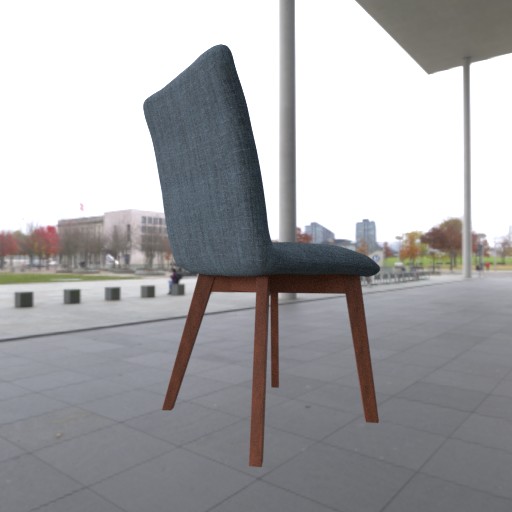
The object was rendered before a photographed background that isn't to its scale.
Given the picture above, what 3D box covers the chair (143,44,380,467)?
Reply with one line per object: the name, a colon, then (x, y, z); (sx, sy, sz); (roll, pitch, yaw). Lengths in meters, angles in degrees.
chair: (0.000, 0.000, 1.331); (0.563, 0.974, 0.522); (0, -1, -36)
